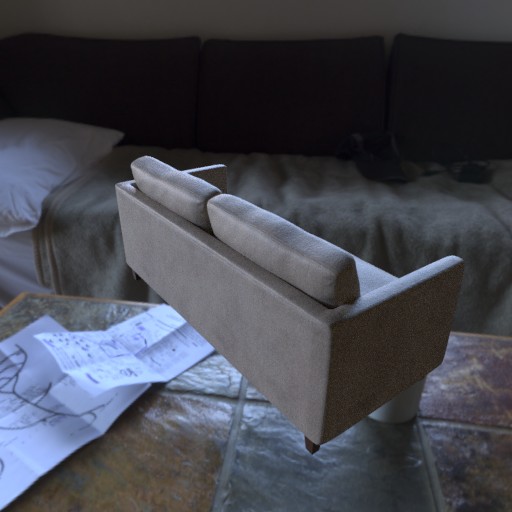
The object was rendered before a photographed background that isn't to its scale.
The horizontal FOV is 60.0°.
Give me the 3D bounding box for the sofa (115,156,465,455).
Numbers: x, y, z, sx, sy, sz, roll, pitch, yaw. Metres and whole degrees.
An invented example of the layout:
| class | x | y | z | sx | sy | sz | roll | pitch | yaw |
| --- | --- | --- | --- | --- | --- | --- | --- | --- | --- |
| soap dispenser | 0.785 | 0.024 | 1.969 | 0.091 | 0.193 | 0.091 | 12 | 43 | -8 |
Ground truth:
| class | x | y | z | sx | sy | sz | roll | pitch | yaw |
| --- | --- | --- | --- | --- | --- | --- | --- | --- | --- |
| sofa | 0.000 | 0.000 | 2.774 | 0.951 | 0.965 | 2.208 | -18 | 32 | -32 |
